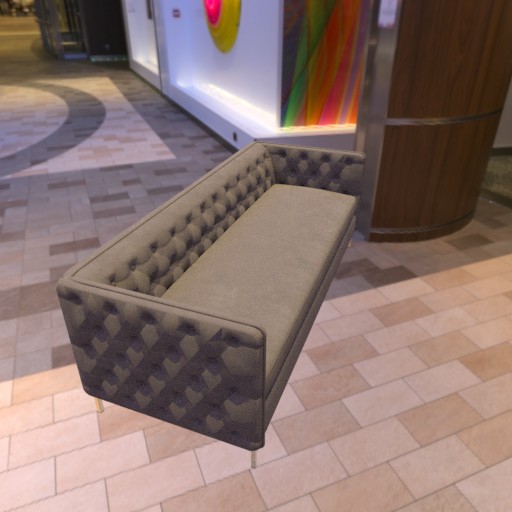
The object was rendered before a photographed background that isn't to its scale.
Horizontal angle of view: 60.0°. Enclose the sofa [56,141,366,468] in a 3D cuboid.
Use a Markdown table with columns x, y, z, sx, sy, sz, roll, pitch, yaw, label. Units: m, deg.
| x | y | z | sx | sy | sz | roll | pitch | yaw | label |
| --- | --- | --- | --- | --- | --- | --- | --- | --- | --- |
| 0.000 | 0.000 | 2.658 | 0.895 | 0.771 | 2.209 | 11 | 32 | 18 | sofa |
